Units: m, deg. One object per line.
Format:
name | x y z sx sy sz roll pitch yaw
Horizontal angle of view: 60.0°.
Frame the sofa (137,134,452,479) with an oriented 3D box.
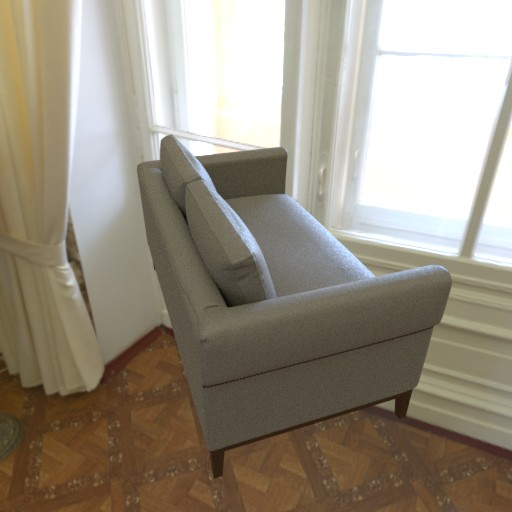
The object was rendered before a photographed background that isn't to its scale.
sofa | 0.000 0.000 2.142 0.899 0.873 1.598 -10 32 -17
